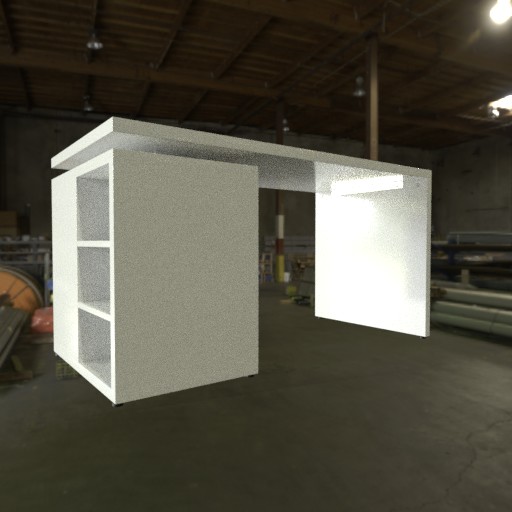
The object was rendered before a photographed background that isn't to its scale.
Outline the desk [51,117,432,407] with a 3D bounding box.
[{"bbox_3d":[0.000,0.000,1.812,1.400,0.740,0.690,-1,2,-36],"label":"desk"}]
